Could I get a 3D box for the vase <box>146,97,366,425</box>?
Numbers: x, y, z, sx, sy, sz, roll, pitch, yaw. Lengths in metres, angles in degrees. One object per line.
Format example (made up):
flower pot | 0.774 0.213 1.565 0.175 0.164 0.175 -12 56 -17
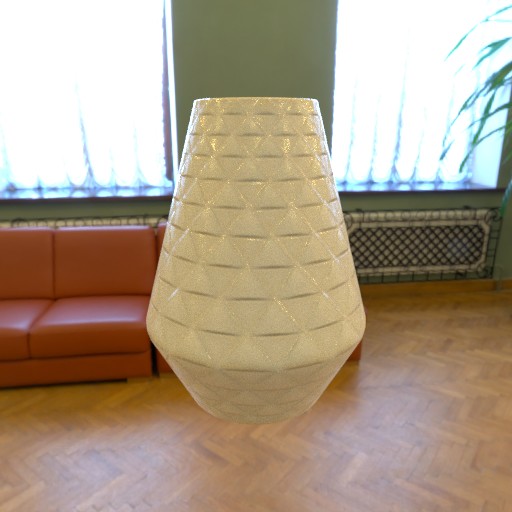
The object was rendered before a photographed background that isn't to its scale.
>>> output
vase | 0.000 0.000 0.349 0.175 0.230 0.175 0 16 0
